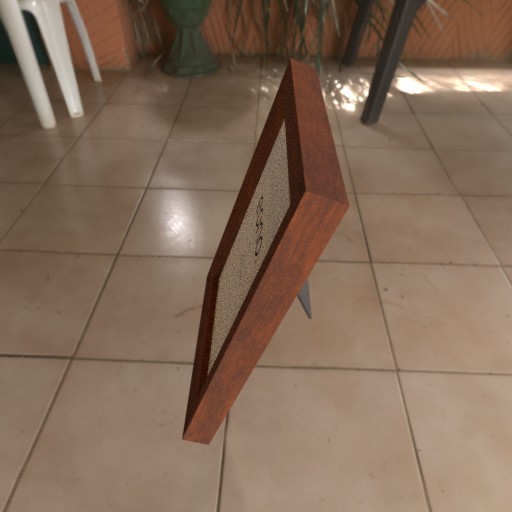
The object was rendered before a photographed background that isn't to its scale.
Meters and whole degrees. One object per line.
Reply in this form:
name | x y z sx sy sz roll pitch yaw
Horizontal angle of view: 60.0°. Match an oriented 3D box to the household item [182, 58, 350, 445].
household item | 0.000 0.000 0.295 0.096 0.204 0.160 1 41 1
